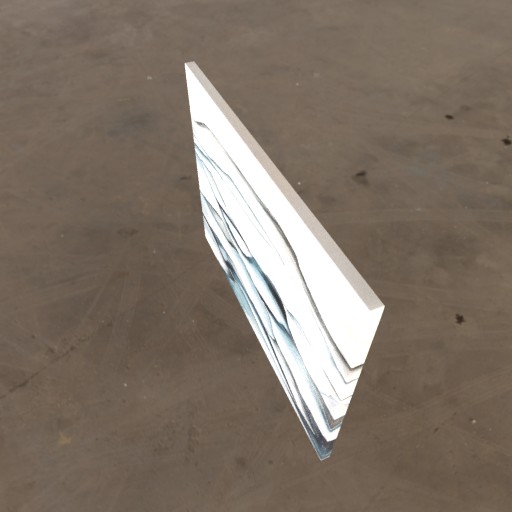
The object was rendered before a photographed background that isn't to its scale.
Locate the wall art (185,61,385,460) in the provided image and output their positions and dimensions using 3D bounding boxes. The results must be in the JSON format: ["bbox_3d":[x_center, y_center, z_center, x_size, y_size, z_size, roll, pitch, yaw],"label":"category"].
[{"bbox_3d":[0.000,0.000,1.609,0.039,0.915,1.219,-18,50,-16],"label":"wall art"}]
